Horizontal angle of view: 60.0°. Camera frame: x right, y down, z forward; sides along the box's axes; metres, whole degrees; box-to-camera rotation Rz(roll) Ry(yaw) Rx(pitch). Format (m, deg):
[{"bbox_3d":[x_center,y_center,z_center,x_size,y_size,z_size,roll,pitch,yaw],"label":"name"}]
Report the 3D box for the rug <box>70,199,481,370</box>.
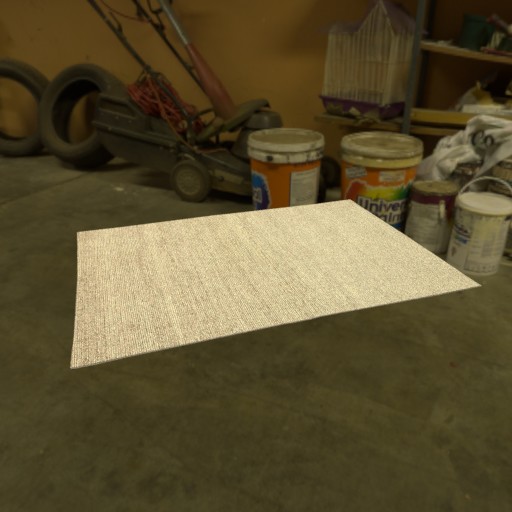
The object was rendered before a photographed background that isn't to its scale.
[{"bbox_3d":[0.000,0.000,3.018,2.342,0.030,1.609,-8,28,-16],"label":"rug"}]
